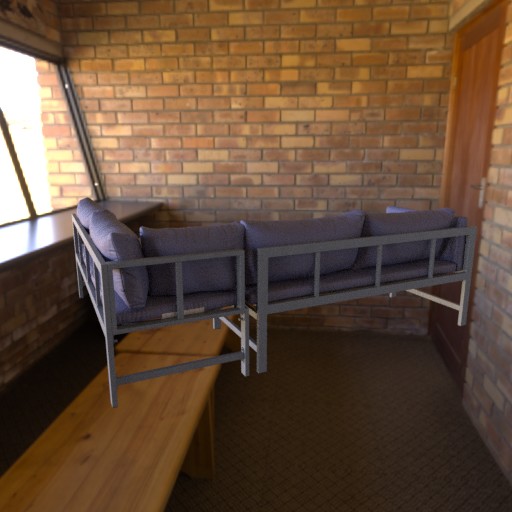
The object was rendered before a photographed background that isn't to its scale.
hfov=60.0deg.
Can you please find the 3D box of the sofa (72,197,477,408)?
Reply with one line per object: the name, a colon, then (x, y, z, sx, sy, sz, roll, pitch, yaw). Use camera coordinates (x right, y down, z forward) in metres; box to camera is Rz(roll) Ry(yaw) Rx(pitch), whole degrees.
sofa: (0.000, 0.000, 2.975, 2.149, 0.762, 1.658, -6, 15, -25)
